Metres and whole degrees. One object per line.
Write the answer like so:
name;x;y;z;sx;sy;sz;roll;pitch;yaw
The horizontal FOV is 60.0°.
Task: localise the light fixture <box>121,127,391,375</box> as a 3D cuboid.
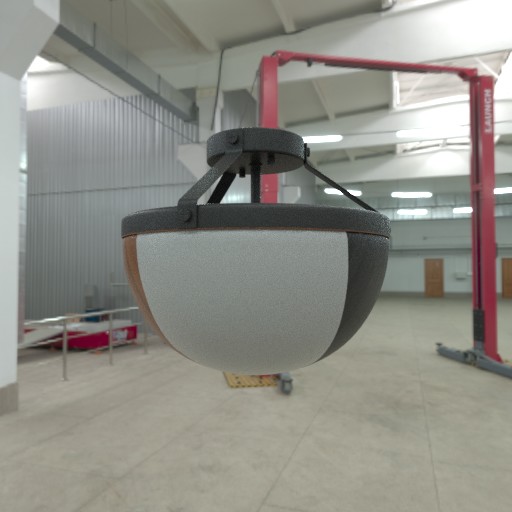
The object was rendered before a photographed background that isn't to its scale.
light fixture;0.000;0.000;0.522;0.304;0.269;0.304;0;-2;0
